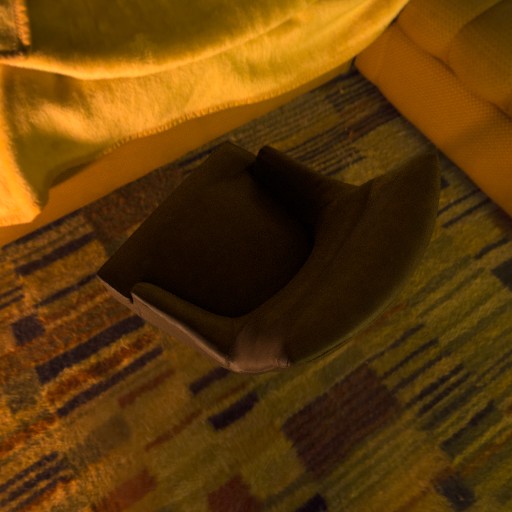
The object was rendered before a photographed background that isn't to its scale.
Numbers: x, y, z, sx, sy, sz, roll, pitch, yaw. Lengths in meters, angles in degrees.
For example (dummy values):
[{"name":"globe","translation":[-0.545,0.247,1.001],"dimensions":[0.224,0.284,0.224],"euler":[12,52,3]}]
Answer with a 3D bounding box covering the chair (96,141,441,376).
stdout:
[{"name":"chair","translation":[0.000,0.000,1.482],"dimensions":[0.874,0.870,0.738],"euler":[33,68,15]}]
